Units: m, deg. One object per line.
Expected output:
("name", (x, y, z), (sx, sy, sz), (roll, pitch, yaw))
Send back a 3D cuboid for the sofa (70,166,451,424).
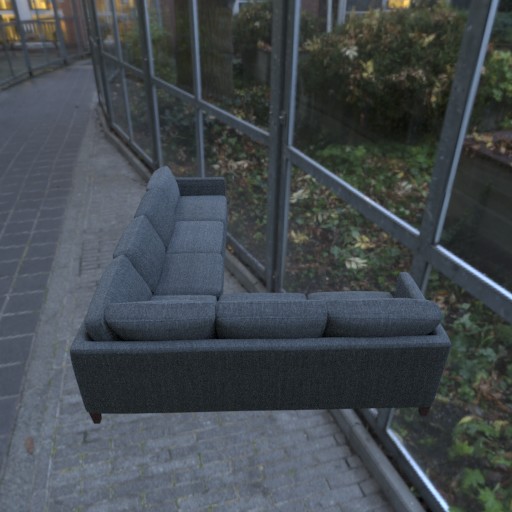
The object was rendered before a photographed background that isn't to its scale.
("sofa", (0.000, 0.000, 4.456), (2.593, 0.947, 3.302), (-1, 30, -1))
